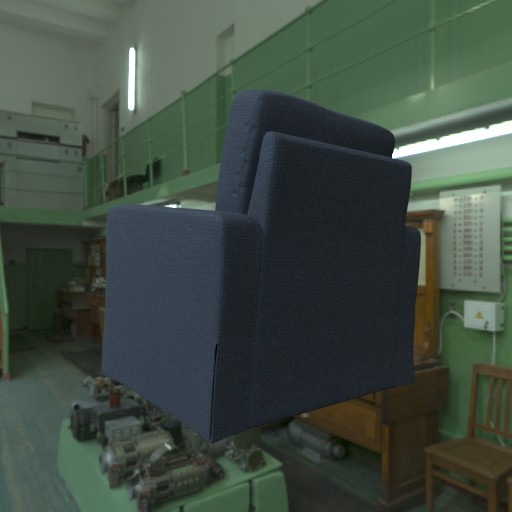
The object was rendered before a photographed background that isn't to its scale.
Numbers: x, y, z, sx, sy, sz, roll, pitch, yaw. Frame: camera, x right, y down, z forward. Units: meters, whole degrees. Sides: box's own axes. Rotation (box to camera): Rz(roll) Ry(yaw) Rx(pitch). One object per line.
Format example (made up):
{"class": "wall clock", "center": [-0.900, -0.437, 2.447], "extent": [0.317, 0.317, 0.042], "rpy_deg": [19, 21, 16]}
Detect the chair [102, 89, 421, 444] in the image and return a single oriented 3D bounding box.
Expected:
{"class": "chair", "center": [0.000, 0.000, 1.515], "extent": [0.798, 0.855, 0.863], "rpy_deg": [0, 0, -37]}
